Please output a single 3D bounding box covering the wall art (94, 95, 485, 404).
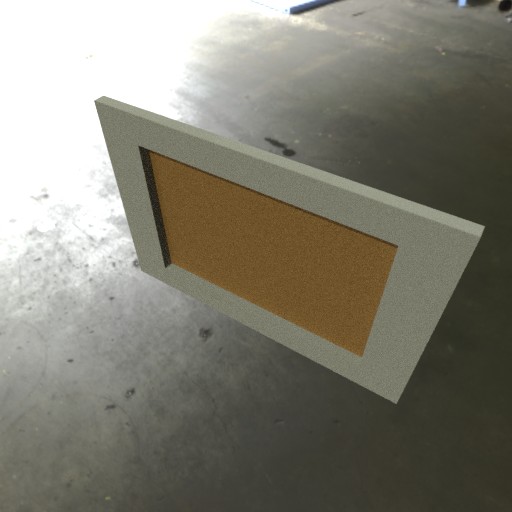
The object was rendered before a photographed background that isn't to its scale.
[{"bbox_3d":[0.000,0.000,1.139,0.906,0.617,0.033,24,51,21],"label":"wall art"}]
